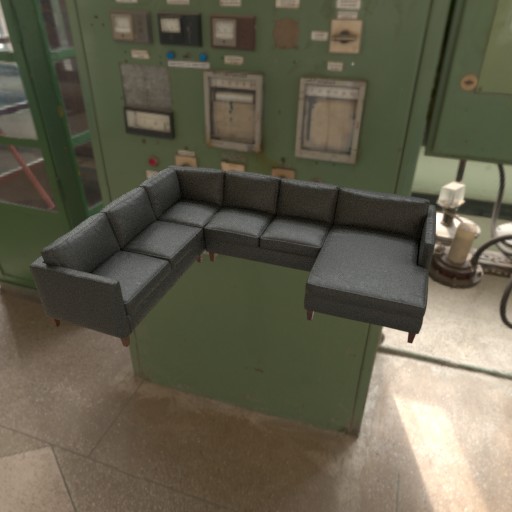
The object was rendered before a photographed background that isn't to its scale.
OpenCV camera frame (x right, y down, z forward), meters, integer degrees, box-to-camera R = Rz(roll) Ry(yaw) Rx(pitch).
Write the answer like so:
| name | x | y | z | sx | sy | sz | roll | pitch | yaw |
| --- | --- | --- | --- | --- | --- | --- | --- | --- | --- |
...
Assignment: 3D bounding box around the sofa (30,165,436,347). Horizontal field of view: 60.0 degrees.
| name | x | y | z | sx | sy | sz | roll | pitch | yaw |
| --- | --- | --- | --- | --- | --- | --- | --- | --- | --- |
| sofa | 0.000 | 0.000 | 4.633 | 3.460 | 0.923 | 2.593 | 11 | 34 | 17 |
